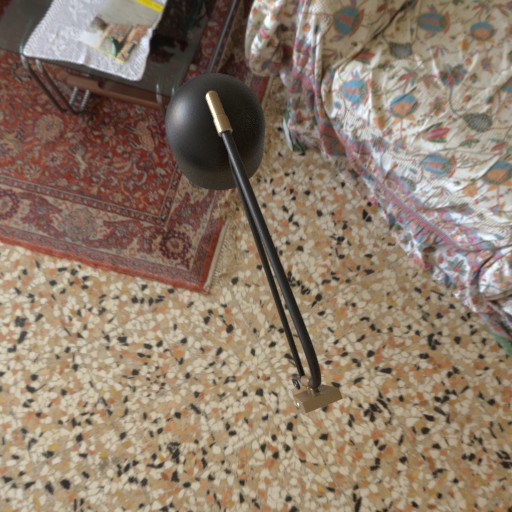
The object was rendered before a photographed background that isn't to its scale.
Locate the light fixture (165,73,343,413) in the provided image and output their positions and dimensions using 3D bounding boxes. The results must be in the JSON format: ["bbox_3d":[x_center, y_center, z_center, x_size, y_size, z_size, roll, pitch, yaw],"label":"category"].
[{"bbox_3d":[0.000,0.000,1.104,0.215,0.696,0.720,-20,77,-5],"label":"light fixture"}]
